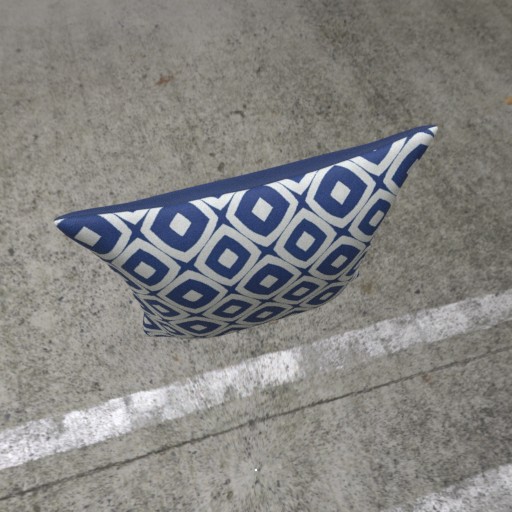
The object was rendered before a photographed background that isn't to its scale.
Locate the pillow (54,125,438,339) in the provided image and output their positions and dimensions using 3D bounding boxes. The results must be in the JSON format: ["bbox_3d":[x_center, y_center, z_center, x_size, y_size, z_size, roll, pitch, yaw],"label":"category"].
[{"bbox_3d":[0.000,0.000,0.777,0.504,0.494,0.188,-15,65,-7],"label":"pillow"}]
